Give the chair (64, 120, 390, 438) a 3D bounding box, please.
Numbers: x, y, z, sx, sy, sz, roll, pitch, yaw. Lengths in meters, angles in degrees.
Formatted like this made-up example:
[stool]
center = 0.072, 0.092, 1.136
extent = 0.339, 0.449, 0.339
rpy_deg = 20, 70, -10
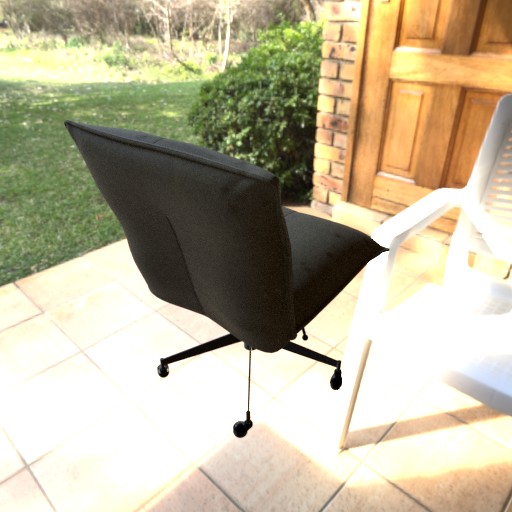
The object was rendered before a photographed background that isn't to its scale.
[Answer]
[chair]
center = 0.000, 0.000, 1.278
extent = 0.597, 0.811, 0.696
rpy_deg = 22, 37, 32
